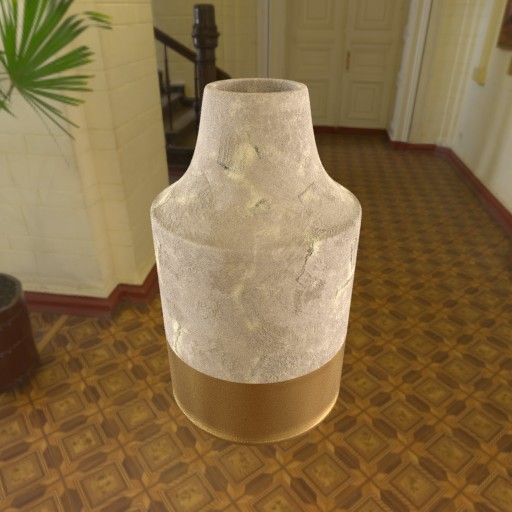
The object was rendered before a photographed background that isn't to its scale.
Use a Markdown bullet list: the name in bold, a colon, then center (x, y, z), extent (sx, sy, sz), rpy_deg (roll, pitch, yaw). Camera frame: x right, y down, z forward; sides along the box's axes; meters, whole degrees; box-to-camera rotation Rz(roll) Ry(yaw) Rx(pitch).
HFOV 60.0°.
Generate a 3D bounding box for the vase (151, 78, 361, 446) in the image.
- **vase**: center (0.000, 0.000, 0.419), extent (0.184, 0.305, 0.184), rpy_deg (0, 30, 0)
